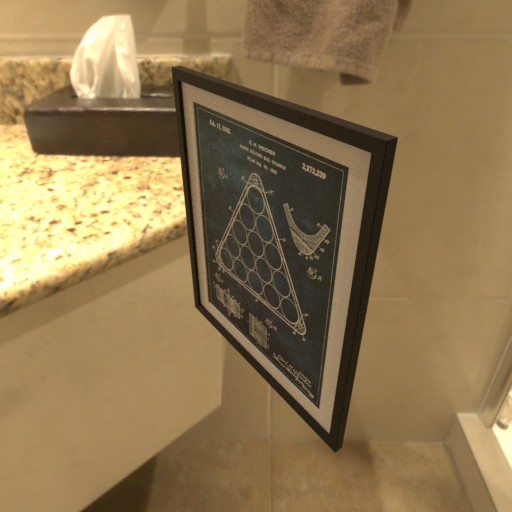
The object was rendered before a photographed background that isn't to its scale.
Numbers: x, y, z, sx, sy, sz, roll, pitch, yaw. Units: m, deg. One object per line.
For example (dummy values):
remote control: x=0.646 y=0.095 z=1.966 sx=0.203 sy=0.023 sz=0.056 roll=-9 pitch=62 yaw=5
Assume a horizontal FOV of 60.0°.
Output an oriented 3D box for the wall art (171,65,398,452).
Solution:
wall art: x=0.000 y=0.000 z=1.218 sx=0.028 sy=0.863 sz=0.755 roll=-22 pitch=39 yaw=-30
